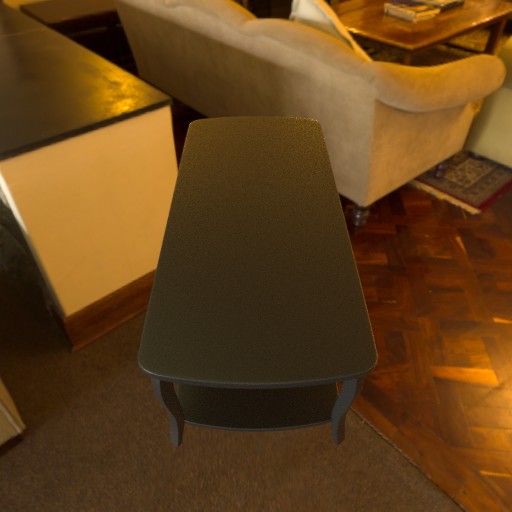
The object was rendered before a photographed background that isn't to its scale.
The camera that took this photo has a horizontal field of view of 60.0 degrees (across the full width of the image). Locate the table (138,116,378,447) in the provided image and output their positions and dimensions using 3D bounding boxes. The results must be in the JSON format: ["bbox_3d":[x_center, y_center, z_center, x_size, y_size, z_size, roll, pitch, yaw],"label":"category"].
[{"bbox_3d":[0.000,0.000,1.630,0.571,0.457,1.333,0,43,0],"label":"table"}]
